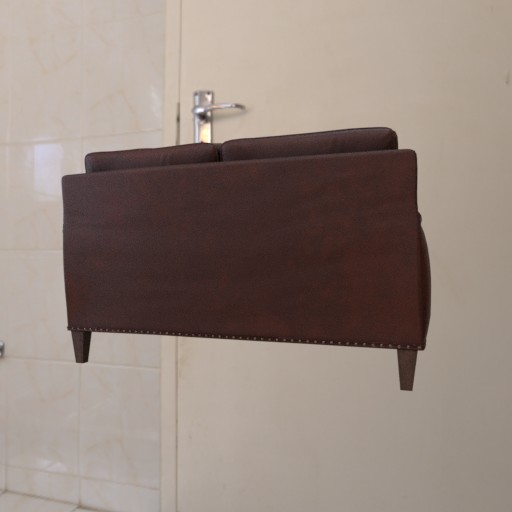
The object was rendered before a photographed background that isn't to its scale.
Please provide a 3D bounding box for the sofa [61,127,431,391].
[{"bbox_3d":[0.000,0.000,2.249,1.628,1.003,1.083,0,-1,18],"label":"sofa"}]
